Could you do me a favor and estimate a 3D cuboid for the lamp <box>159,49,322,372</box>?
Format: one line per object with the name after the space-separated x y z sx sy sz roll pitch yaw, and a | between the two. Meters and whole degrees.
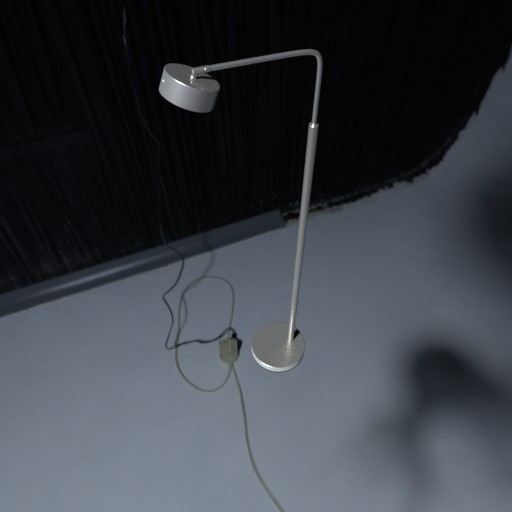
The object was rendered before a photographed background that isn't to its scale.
0.000 0.000 1.387 0.421 1.250 0.222 -16 50 -14 | lamp
